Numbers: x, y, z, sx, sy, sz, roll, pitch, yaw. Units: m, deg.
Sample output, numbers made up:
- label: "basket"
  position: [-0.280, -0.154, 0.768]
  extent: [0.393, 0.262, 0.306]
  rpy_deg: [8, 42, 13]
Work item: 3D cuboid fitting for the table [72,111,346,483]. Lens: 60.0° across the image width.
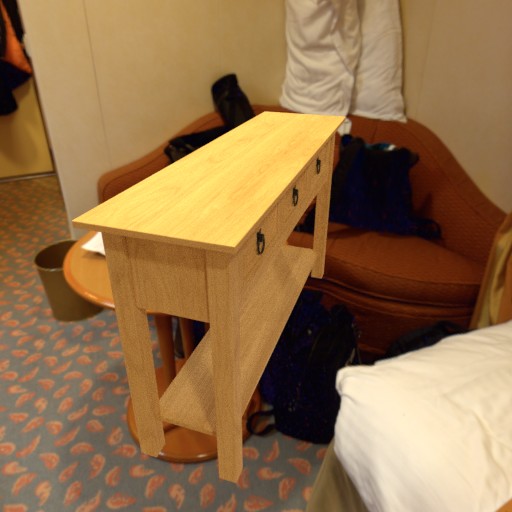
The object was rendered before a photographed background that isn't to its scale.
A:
- label: "table"
  position: [0.000, 0.000, 1.522]
  extent: [0.350, 0.730, 1.240]
  rpy_deg: [9, 30, 17]
